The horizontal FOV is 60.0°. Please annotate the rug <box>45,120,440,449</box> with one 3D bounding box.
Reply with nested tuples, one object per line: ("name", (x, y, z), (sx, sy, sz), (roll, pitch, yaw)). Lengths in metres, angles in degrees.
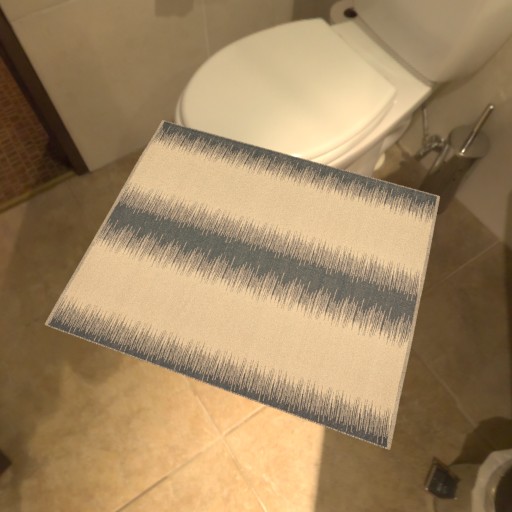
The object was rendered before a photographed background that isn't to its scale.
("rug", (0.000, 0.000, 4.117), (3.037, 0.004, 2.453), (17, 65, 8))
